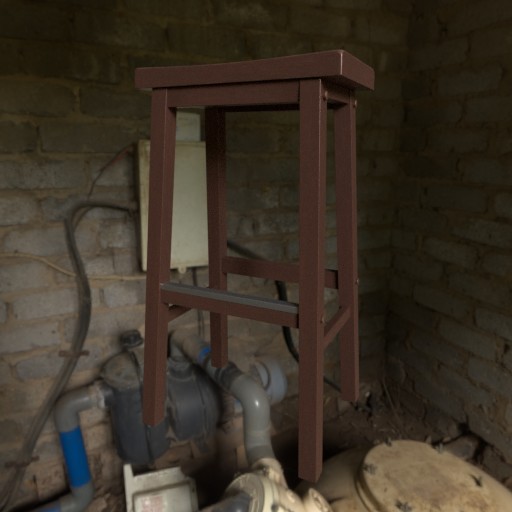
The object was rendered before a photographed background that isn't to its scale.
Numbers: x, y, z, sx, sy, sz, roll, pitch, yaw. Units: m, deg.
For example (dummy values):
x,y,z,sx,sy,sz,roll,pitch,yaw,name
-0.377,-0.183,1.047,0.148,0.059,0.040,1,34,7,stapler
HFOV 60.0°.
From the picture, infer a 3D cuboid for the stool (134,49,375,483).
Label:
x,y,z,sx,sy,sz,roll,pitch,yaw,name
0.000,0.000,0.945,0.406,0.742,0.322,7,16,26,stool
